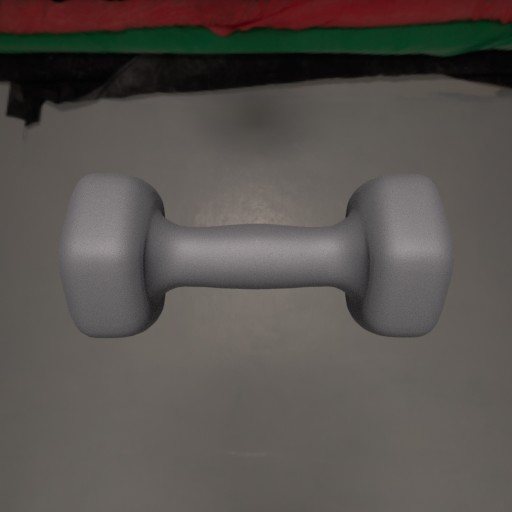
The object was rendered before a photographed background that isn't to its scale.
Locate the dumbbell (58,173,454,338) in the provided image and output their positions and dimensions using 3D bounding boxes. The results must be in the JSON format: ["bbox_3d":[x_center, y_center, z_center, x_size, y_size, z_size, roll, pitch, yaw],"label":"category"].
[{"bbox_3d":[0.000,0.000,0.300,0.240,0.105,0.116,0,-1,0],"label":"dumbbell"}]
